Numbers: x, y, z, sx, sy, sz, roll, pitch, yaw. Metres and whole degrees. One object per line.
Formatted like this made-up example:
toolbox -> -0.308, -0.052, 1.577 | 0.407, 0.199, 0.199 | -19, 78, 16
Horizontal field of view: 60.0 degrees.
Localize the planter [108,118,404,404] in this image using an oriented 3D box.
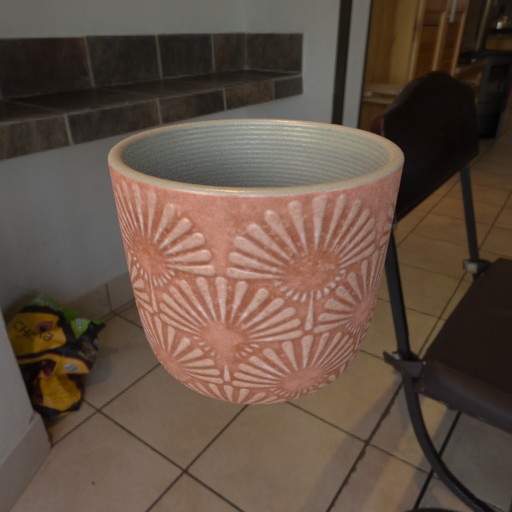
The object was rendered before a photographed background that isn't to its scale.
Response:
planter -> 0.000, 0.000, 0.217 | 0.124, 0.109, 0.124 | 0, 27, 0
